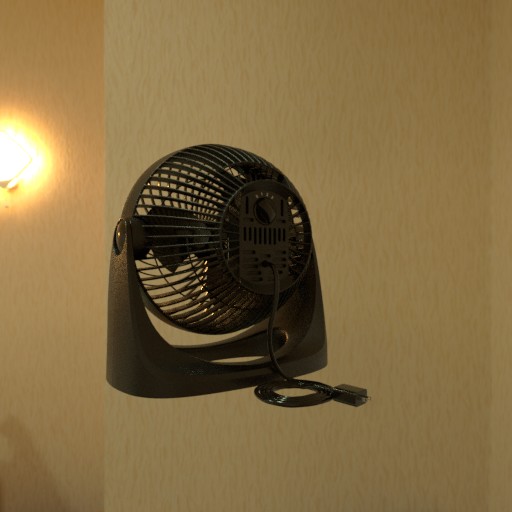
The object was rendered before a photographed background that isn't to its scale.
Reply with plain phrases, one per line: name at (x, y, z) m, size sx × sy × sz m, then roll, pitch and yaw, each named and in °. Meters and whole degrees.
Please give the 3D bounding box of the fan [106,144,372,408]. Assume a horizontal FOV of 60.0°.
fan at (0.000, 0.000, 0.487) m, size 0.273 × 0.277 × 0.256 m, roll 0°, pitch 0°, yaw -35°
